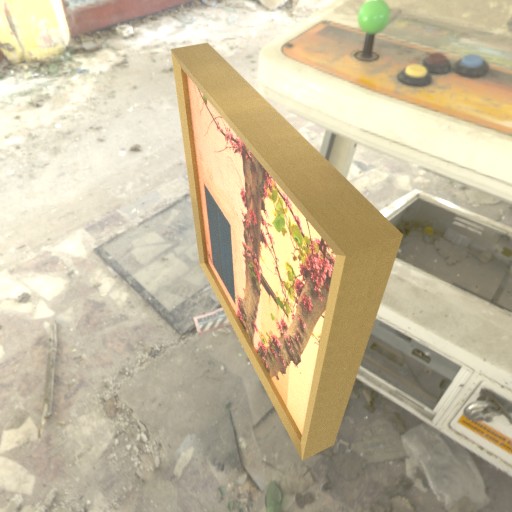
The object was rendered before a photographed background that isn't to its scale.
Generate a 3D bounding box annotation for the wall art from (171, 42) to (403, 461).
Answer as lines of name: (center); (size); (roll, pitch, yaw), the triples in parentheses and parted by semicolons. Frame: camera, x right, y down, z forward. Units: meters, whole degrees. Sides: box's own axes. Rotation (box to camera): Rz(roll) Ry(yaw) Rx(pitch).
wall art: (0.000, 0.000, 0.447); (0.038, 0.305, 0.304); (-19, 49, -17)
